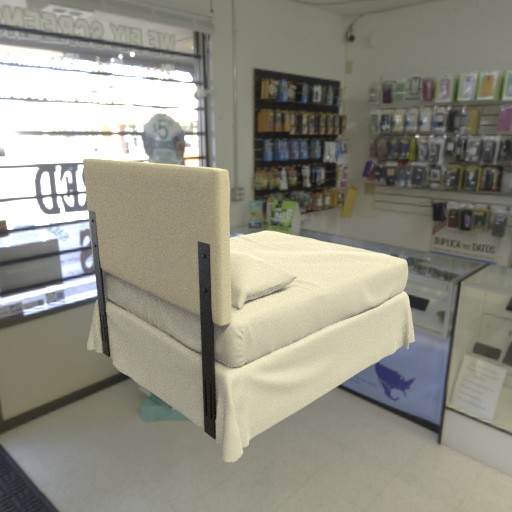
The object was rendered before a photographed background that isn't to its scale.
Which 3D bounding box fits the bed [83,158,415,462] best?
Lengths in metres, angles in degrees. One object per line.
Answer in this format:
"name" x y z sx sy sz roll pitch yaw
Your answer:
"bed" 0.000 0.000 3.613 2.222 1.577 1.936 -14 20 -41
